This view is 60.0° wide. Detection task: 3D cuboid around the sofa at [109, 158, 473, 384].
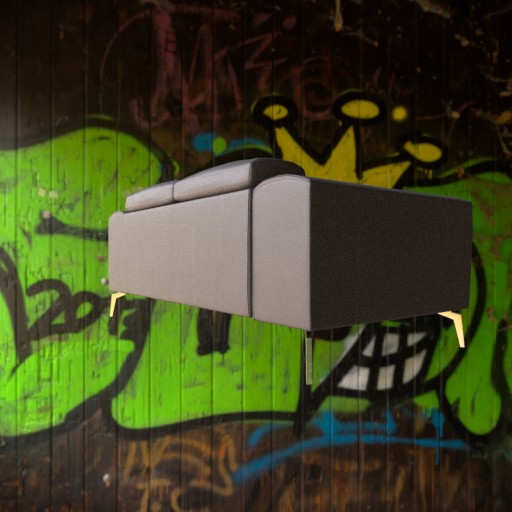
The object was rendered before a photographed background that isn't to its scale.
[{"bbox_3d":[0.000,0.000,2.387,1.003,0.779,1.895,0,0,-37],"label":"sofa"}]
